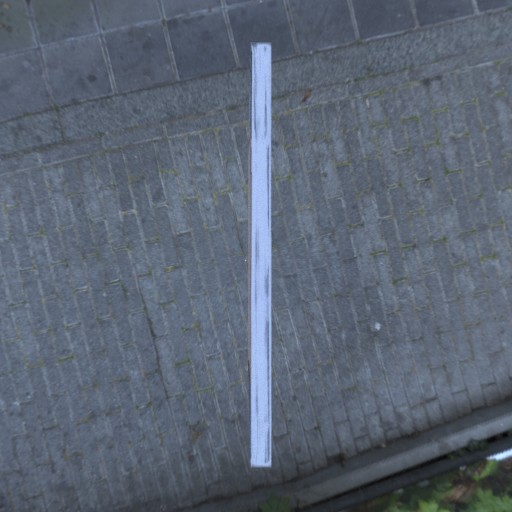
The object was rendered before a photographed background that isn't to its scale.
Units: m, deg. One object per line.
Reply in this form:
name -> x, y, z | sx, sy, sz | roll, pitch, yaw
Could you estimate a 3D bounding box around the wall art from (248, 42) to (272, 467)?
wall art -> 0.000, 0.000, 1.173 | 0.037, 0.761, 0.761 | 0, 89, -1
